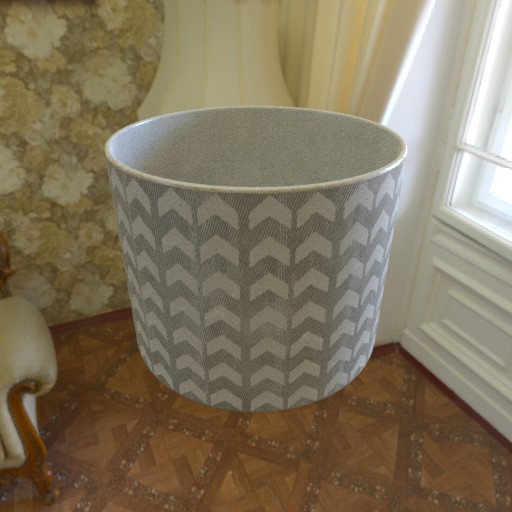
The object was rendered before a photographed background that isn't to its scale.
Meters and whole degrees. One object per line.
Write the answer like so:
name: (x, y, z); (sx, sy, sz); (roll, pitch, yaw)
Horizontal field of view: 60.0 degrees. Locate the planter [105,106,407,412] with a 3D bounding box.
planter: (0.000, 0.000, 0.440); (0.250, 0.239, 0.250); (0, 30, 0)
